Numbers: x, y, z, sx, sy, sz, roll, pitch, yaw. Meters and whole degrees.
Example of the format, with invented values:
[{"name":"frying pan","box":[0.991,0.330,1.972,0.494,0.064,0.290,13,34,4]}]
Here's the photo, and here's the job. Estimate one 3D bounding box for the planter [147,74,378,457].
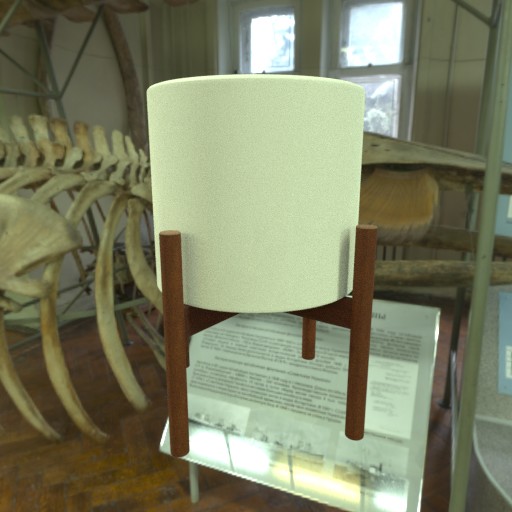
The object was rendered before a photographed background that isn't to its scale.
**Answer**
[{"name":"planter","box":[0.000,0.000,0.508,0.224,0.358,0.224,-2,14,-8]}]
